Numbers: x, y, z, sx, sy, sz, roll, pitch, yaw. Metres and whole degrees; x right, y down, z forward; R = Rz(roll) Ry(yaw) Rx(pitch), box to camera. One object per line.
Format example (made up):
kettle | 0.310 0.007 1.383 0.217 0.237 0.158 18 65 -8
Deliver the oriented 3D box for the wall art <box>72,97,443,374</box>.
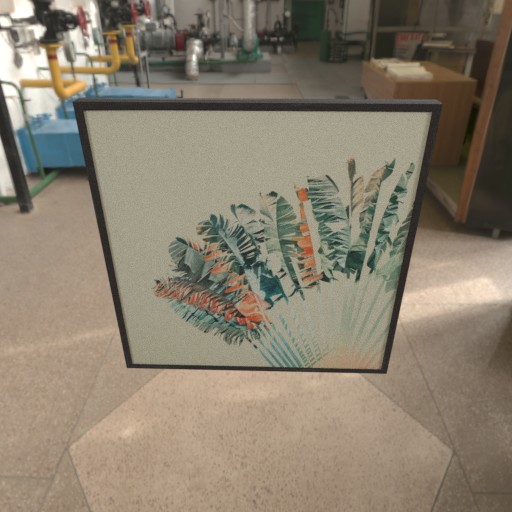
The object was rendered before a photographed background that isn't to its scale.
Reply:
wall art | 0.000 0.000 1.124 0.762 0.758 0.043 1 31 1
